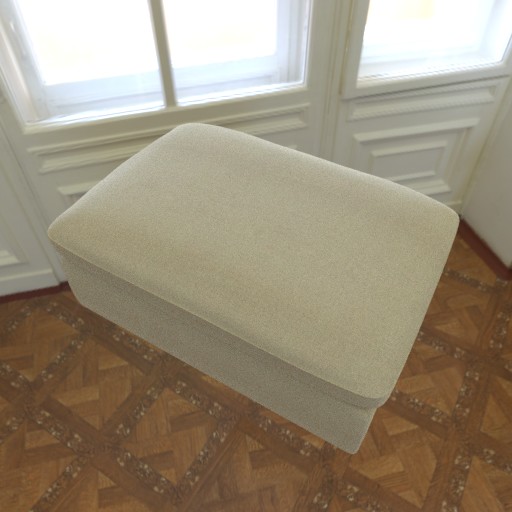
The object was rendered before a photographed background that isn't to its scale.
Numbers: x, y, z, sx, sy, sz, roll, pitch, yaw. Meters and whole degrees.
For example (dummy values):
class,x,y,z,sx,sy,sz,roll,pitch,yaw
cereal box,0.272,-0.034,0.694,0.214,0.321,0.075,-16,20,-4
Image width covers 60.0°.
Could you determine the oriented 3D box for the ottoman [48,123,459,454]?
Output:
class,x,y,z,sx,sy,sz,roll,pitch,yaw
ottoman,0.000,0.000,1.328,0.984,0.453,0.686,23,51,20
